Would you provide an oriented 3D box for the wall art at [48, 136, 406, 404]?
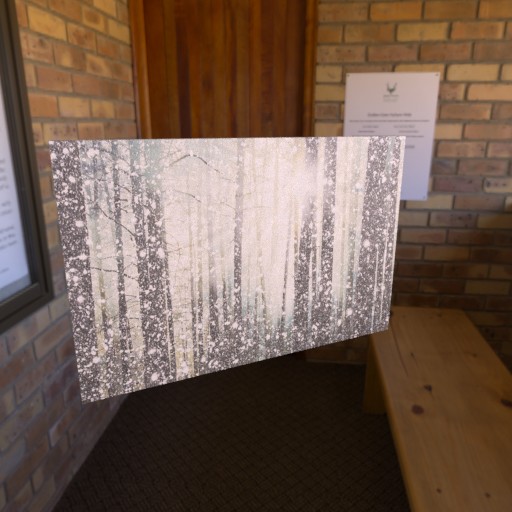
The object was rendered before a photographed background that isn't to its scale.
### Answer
[{"bbox_3d":[0.000,0.000,1.161,0.919,0.598,0.038,-8,18,-24],"label":"wall art"}]
